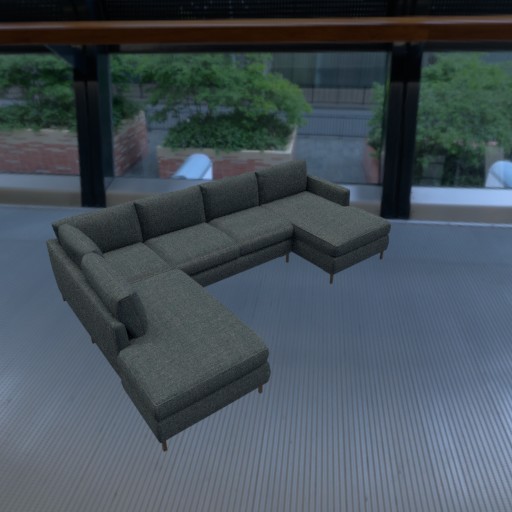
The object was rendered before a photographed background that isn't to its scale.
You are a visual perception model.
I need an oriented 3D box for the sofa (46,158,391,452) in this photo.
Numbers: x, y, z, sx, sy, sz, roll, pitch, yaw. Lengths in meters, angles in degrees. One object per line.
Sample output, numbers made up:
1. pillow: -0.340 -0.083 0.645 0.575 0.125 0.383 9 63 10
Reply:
1. sofa: 0.000 0.000 3.581 2.737 0.753 1.879 -21 36 -32
